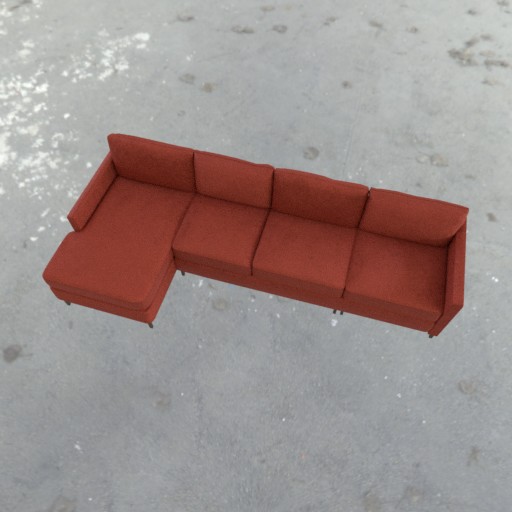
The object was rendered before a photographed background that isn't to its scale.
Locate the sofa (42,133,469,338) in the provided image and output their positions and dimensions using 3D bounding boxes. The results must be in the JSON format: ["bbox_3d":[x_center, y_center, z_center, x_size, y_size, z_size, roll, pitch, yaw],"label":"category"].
[{"bbox_3d":[0.000,0.000,3.908,3.400,0.967,1.500,14,58,9],"label":"sofa"}]
